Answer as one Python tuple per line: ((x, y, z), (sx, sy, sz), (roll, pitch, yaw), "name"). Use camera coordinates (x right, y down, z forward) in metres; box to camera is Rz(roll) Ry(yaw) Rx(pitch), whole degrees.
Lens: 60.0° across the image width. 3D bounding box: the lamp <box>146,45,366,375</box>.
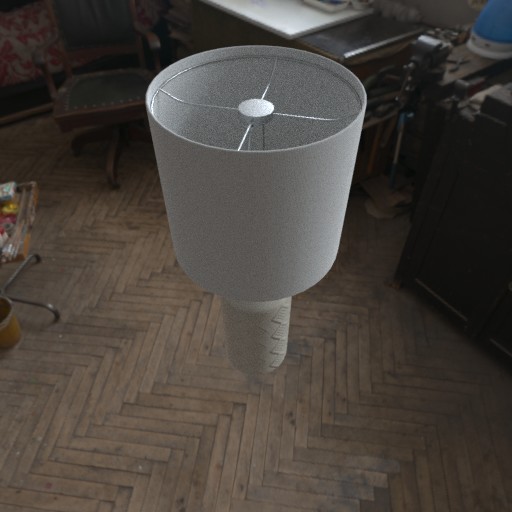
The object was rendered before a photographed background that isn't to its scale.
((0.000, 0.000, 0.587), (0.207, 0.461, 0.207), (10, 48, 9), "lamp")
